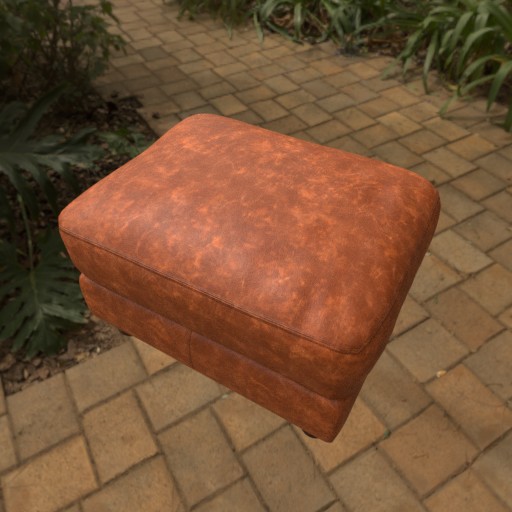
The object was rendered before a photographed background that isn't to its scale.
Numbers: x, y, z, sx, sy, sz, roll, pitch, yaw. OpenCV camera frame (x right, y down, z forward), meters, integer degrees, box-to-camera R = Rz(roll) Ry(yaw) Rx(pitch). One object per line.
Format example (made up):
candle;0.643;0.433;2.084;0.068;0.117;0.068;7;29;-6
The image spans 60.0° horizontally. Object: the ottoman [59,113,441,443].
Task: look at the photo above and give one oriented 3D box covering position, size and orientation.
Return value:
ottoman;0.000;0.000;1.245;0.832;0.562;0.657;22;49;21
